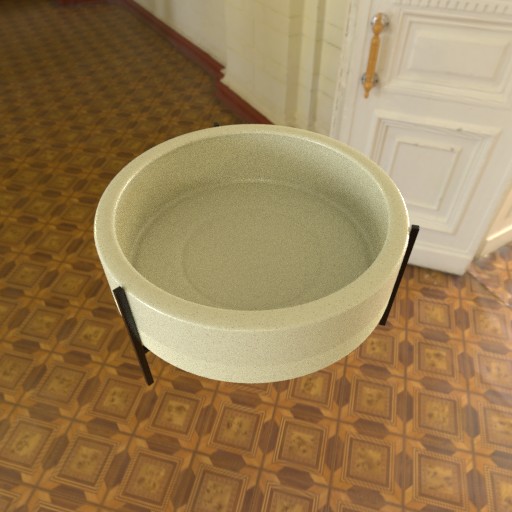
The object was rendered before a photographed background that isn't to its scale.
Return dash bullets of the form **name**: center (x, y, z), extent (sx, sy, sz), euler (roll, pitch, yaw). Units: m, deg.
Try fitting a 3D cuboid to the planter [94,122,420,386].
- **planter**: center (0.000, 0.000, 0.542), extent (0.345, 0.171, 0.336), euler (10, 47, 9)
